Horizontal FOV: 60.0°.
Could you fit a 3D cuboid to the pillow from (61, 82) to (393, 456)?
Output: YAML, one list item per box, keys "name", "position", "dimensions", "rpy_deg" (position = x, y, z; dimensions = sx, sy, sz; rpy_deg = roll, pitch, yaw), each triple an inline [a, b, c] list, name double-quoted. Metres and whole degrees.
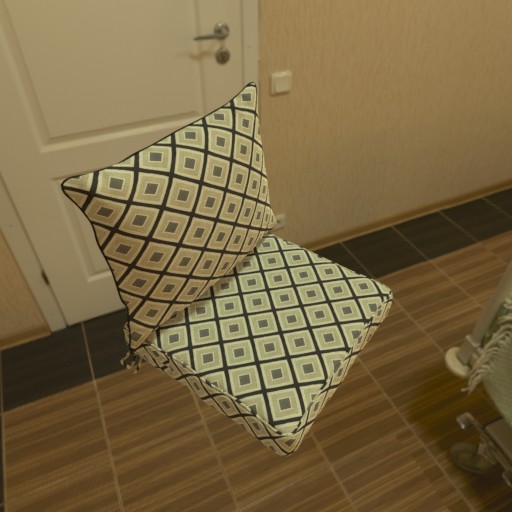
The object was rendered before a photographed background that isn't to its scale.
- name: "pillow"
  position: [0.000, 0.000, 1.365]
  dimensions: [0.733, 0.722, 0.798]
  rpy_deg: [26, 48, 26]
